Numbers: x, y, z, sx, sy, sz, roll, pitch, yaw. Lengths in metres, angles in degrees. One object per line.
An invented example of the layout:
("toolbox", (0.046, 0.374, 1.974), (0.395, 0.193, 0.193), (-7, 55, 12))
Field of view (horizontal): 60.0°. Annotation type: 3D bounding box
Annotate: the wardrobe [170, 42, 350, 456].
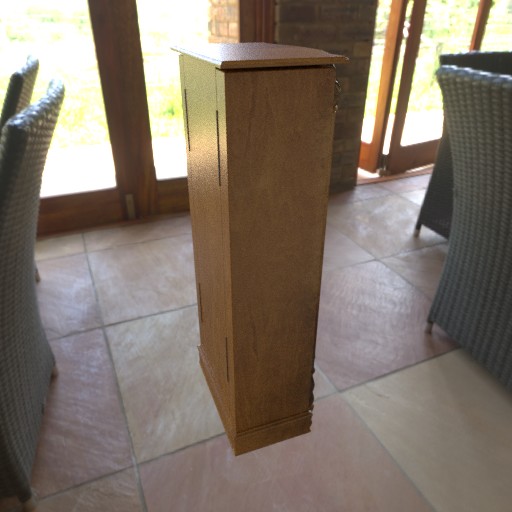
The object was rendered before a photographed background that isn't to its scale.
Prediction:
("wardrobe", (0.000, 0.000, 1.132), (0.273, 0.959, 0.406), (-10, 31, -18))
